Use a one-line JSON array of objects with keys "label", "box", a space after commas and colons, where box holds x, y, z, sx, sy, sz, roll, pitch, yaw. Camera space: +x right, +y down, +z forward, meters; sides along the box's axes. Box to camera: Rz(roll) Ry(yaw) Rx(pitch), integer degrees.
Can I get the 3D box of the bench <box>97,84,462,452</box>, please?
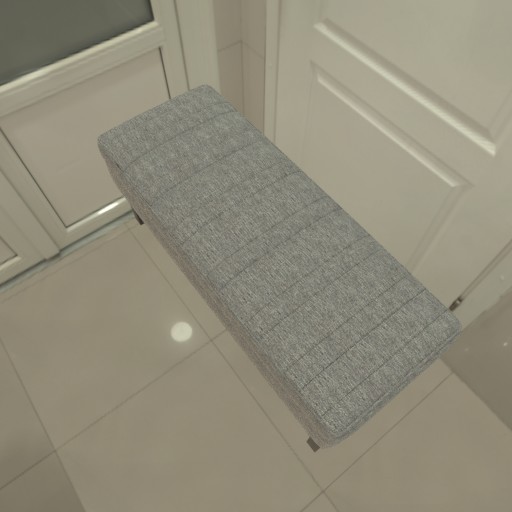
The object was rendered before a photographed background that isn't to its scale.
[{"label": "bench", "box": [0.000, 0.000, 1.353, 0.429, 0.470, 1.100, -34, 65, -18]}]
